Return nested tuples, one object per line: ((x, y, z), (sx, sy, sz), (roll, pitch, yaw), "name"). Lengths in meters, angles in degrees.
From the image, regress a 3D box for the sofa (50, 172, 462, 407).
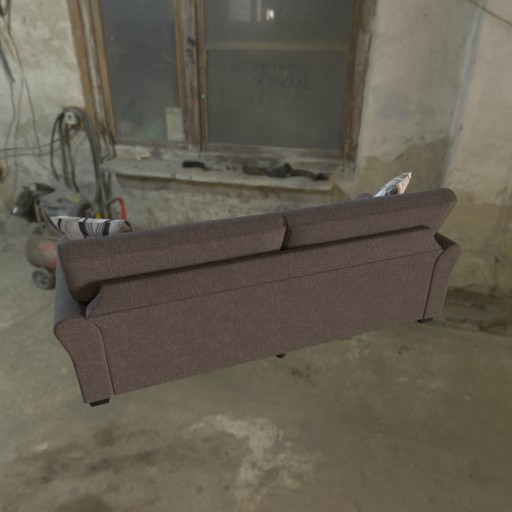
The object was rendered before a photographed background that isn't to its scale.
((0.000, 0.000, 2.454), (2.032, 0.813, 0.889), (-10, 29, -18), "sofa")
